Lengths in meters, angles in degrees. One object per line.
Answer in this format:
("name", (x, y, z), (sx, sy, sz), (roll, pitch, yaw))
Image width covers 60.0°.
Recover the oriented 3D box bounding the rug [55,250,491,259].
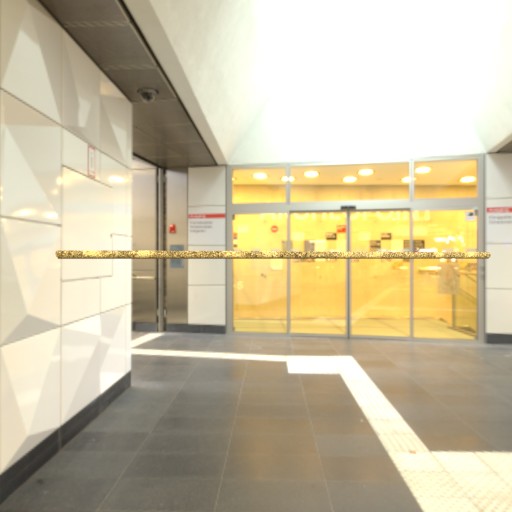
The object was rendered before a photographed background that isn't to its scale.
("rug", (0.000, 0.000, 2.089), (1.600, 0.025, 1.200), (0, 0, -18))
